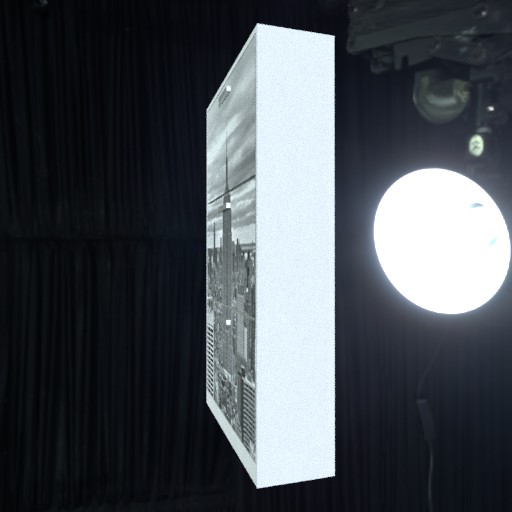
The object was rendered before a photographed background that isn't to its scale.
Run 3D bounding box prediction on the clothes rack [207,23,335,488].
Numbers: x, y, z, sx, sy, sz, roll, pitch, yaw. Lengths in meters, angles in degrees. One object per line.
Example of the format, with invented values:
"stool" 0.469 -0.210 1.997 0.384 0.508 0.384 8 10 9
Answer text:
"clothes rack" 0.000 0.000 1.611 0.250 1.280 0.750 0 0 -17
